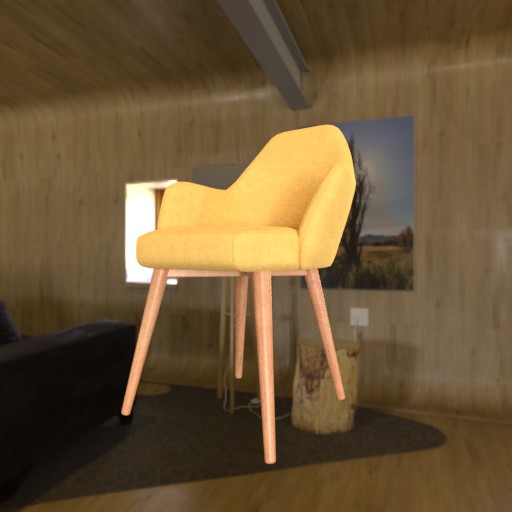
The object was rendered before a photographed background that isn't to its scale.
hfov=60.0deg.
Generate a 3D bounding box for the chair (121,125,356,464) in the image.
[{"bbox_3d":[0.000,0.000,1.253,0.590,0.840,0.610,1,1,36],"label":"chair"}]
